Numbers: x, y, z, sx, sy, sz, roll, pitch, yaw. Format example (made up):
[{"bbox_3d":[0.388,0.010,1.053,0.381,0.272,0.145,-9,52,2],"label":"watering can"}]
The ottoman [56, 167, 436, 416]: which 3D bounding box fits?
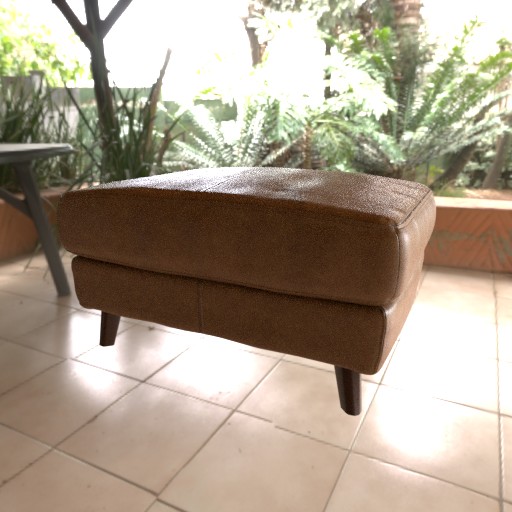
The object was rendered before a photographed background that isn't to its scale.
[{"bbox_3d":[0.000,0.000,1.218,0.869,0.461,0.630,8,18,25],"label":"ottoman"}]
